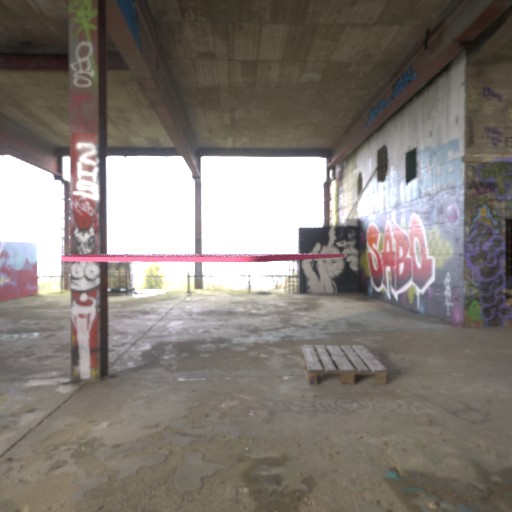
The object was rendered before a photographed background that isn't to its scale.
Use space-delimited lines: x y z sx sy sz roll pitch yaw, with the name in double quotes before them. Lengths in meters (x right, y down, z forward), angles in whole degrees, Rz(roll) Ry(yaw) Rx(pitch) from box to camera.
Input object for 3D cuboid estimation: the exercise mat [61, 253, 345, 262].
"exercise mat" 0.000 0.000 2.066 0.616 0.021 1.884 0 0 18
